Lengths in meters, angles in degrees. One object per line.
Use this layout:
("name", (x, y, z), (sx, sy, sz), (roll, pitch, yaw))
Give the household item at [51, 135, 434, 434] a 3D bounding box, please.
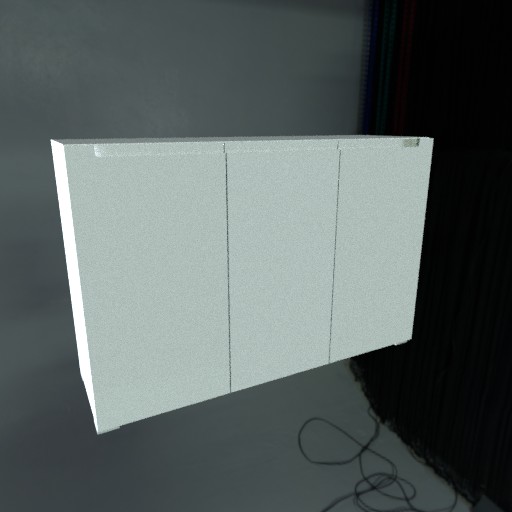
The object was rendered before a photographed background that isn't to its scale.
("household item", (0.000, 0.000, 1.691), (1.300, 0.867, 0.420), (-9, 19, -27))
